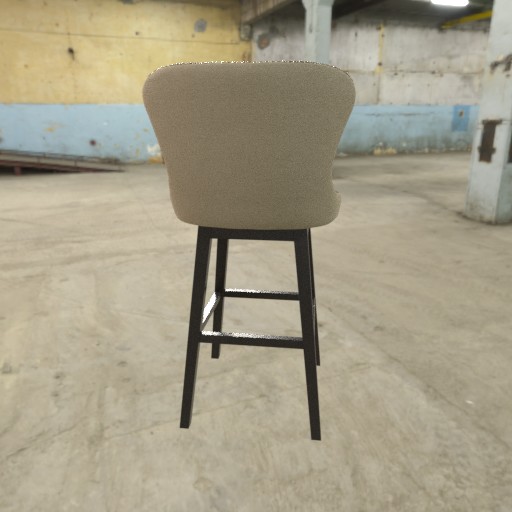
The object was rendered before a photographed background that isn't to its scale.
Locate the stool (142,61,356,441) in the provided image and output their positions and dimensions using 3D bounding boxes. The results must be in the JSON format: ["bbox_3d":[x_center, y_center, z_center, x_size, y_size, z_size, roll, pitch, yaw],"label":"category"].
[{"bbox_3d":[0.000,0.000,1.397,0.528,1.066,0.605,2,17,7],"label":"stool"}]
